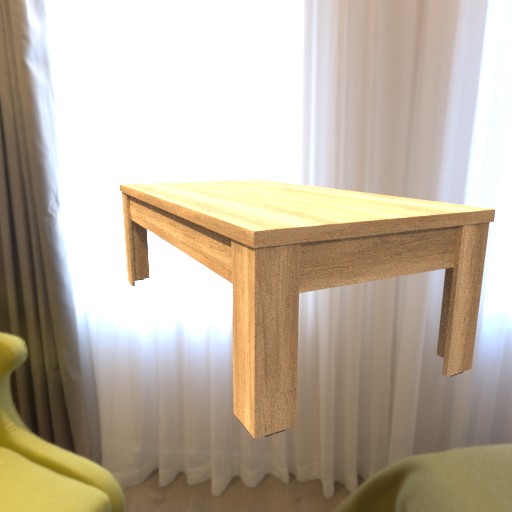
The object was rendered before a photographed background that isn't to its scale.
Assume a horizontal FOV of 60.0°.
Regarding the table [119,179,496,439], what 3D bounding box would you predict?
[{"bbox_3d":[0.000,0.000,1.625,0.700,0.460,1.350,-7,15,-26],"label":"table"}]
